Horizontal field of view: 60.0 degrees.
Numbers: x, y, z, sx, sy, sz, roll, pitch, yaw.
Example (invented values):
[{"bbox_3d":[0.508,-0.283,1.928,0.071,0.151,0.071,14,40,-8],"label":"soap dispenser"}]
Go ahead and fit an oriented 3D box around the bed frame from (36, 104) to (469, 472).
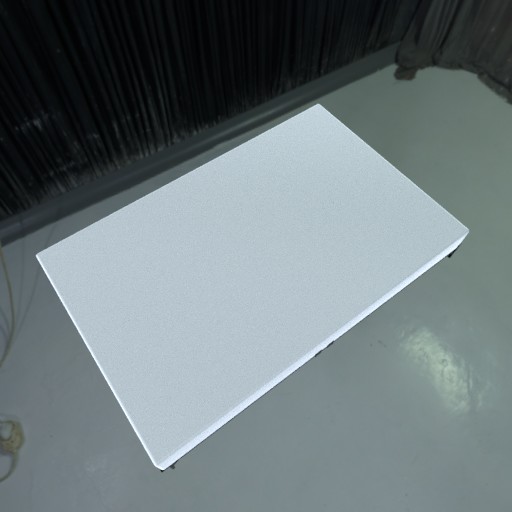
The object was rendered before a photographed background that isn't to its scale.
[{"bbox_3d":[0.000,0.000,3.774,2.987,0.440,1.930,-32,64,-18],"label":"bed frame"}]
